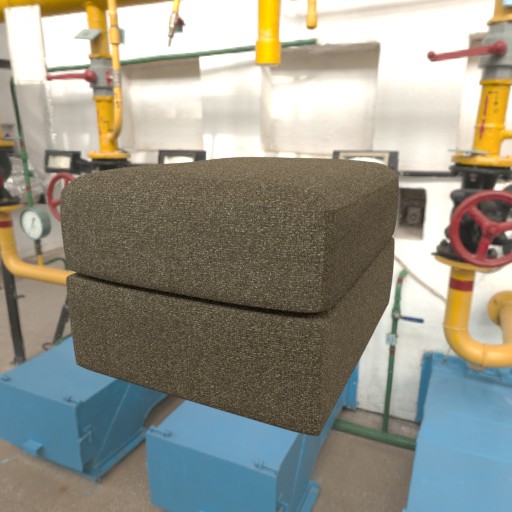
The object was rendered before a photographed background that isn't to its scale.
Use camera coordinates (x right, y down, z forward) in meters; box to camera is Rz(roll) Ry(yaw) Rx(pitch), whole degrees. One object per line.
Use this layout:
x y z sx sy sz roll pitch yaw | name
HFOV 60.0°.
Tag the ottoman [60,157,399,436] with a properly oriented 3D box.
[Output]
0.000 0.000 1.137 0.598 0.476 0.742 7 17 25 | ottoman
